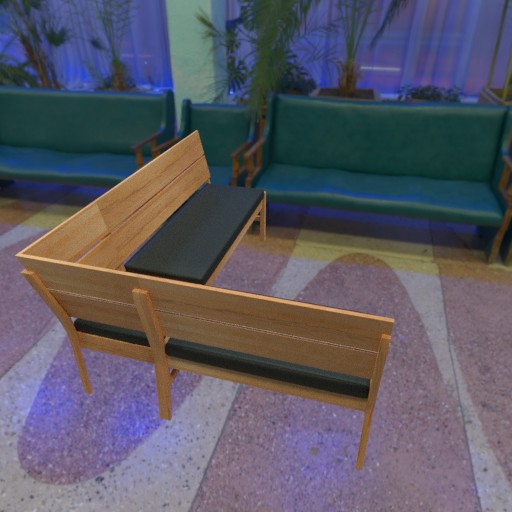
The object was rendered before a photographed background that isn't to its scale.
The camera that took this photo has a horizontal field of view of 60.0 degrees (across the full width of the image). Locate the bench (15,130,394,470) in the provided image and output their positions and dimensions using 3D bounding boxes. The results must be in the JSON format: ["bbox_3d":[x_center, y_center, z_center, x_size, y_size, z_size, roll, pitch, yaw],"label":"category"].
[{"bbox_3d":[0.000,0.000,2.710,1.548,0.890,1.948,9,33,14],"label":"bench"}]
